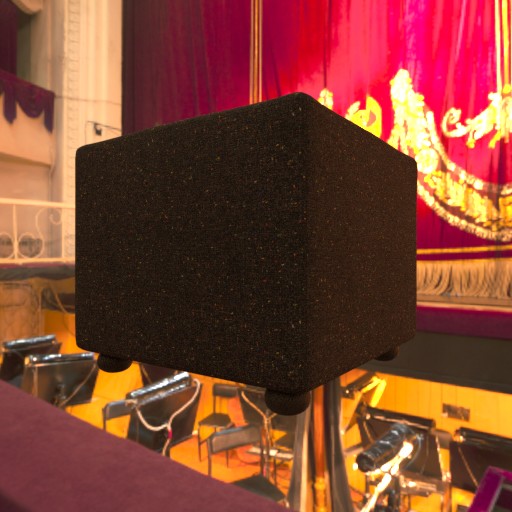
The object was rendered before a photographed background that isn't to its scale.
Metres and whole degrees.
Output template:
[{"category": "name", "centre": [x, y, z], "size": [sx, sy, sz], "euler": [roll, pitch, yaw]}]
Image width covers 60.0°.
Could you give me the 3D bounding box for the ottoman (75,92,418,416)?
[{"category": "ottoman", "centre": [0.000, 0.000, 0.881], "size": [0.508, 0.432, 0.508], "euler": [0, 0, 35]}]
